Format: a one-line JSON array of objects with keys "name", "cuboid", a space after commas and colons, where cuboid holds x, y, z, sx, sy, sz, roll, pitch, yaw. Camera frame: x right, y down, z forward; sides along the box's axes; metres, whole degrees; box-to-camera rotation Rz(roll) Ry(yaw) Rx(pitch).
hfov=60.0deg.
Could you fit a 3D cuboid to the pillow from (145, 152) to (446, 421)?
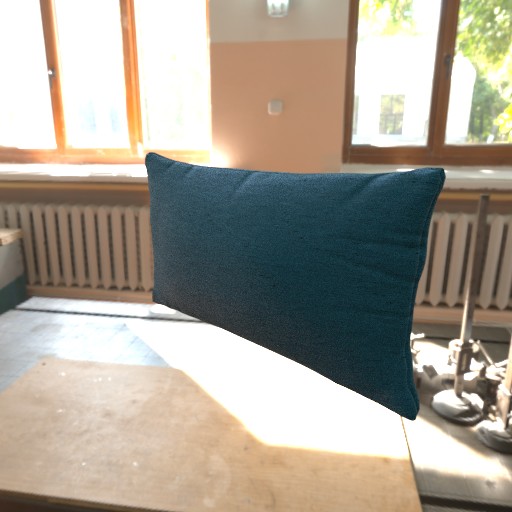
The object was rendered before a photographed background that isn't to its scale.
[{"name": "pillow", "cuboid": [0.000, 0.000, 0.776, 0.633, 0.338, 0.210, 15, 21, 42]}]
